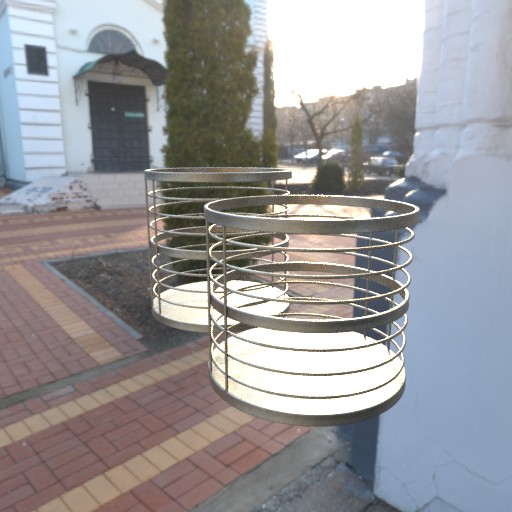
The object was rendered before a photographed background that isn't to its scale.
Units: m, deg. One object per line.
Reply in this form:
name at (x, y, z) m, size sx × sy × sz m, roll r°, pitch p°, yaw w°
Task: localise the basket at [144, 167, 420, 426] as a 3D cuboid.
basket at (0.000, 0.000, 0.950) m, size 0.356 × 0.351 × 0.746 m, roll -7°, pitch 15°, yaw -27°
